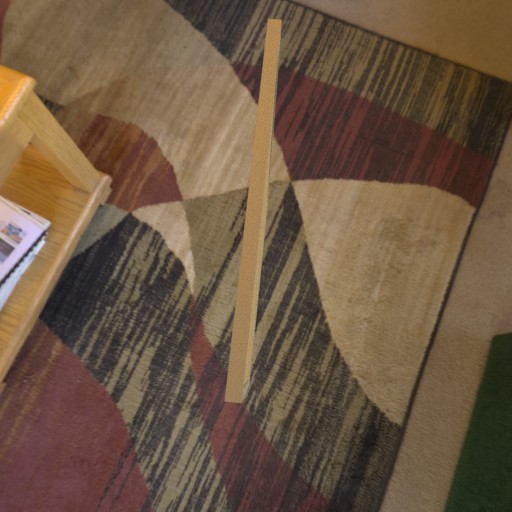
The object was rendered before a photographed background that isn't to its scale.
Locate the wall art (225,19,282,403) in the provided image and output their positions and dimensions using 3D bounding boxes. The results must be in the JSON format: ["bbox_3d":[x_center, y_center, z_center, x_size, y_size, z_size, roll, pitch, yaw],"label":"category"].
[{"bbox_3d":[0.000,0.000,1.362,0.034,1.042,0.789,5,76,1],"label":"wall art"}]
